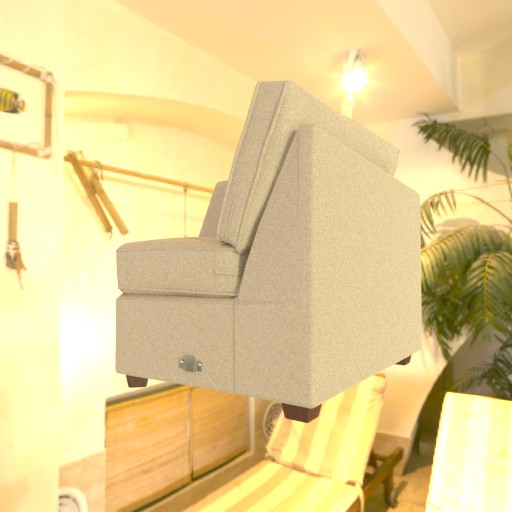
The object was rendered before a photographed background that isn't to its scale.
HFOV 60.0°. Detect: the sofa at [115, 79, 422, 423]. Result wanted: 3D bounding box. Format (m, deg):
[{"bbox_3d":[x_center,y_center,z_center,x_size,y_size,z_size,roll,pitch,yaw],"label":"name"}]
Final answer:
[{"bbox_3d":[0.000,0.000,1.811,1.050,0.937,1.042,-1,-2,35],"label":"sofa"}]
